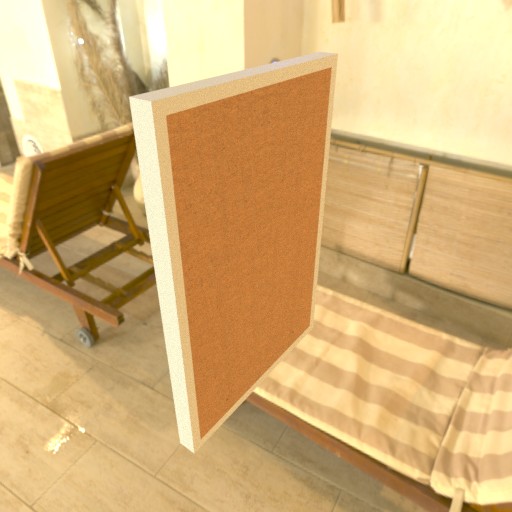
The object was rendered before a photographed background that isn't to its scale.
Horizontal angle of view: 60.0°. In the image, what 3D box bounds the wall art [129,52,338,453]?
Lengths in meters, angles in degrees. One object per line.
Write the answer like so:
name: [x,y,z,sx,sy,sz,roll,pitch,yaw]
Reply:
wall art: [0.000,0.000,0.547,0.025,0.428,0.293,22,38,30]
